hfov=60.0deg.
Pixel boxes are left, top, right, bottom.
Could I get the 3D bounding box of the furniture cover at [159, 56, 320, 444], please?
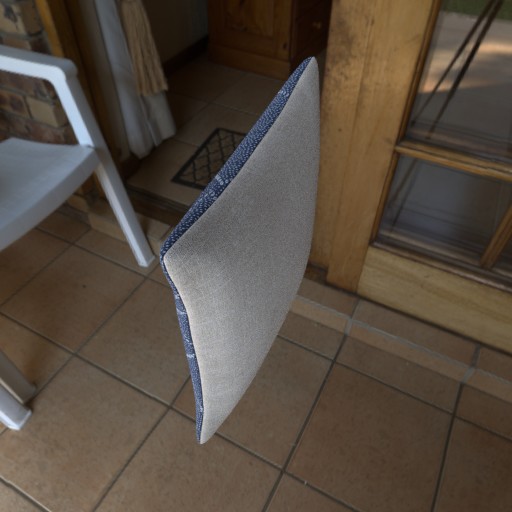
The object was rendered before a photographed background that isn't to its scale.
[{"bbox_3d":[0.000,0.000,0.780,0.162,0.503,0.511,17,49,15],"label":"furniture cover"}]
